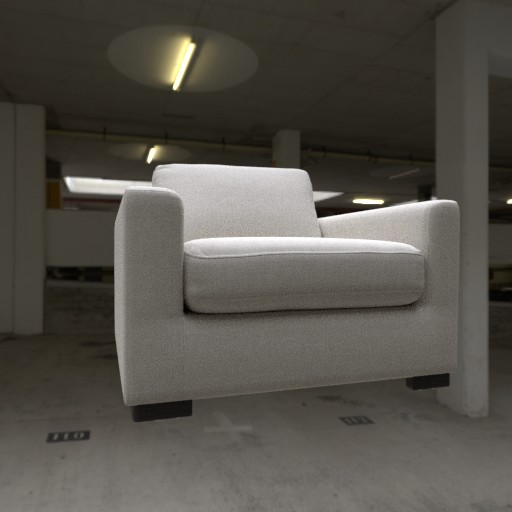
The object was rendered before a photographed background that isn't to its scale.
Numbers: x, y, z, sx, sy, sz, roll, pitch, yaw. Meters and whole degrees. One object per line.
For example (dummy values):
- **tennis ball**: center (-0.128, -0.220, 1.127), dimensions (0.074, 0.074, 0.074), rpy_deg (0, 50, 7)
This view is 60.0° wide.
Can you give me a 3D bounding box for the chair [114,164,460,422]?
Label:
- **chair**: center (0.000, 0.000, 1.788), dimensions (1.070, 0.876, 1.100), rpy_deg (0, 0, -19)
